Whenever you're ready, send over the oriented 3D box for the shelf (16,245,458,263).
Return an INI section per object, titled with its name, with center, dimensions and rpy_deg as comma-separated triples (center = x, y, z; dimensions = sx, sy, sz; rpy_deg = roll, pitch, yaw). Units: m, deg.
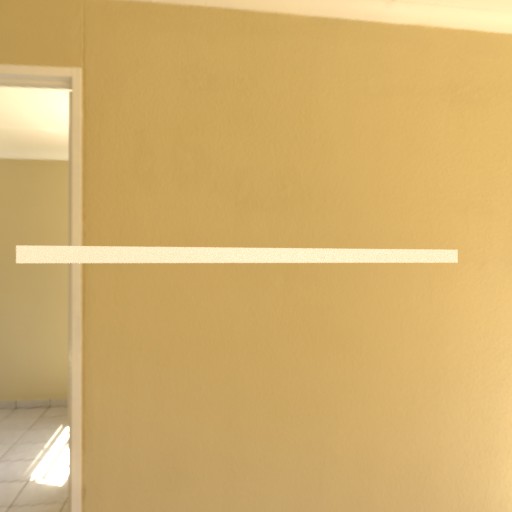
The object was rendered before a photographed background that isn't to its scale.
[shelf]
center = 0.000, 0.000, 0.655
dimensions = 0.610, 0.020, 0.140
rpy_deg = 0, -1, -18
